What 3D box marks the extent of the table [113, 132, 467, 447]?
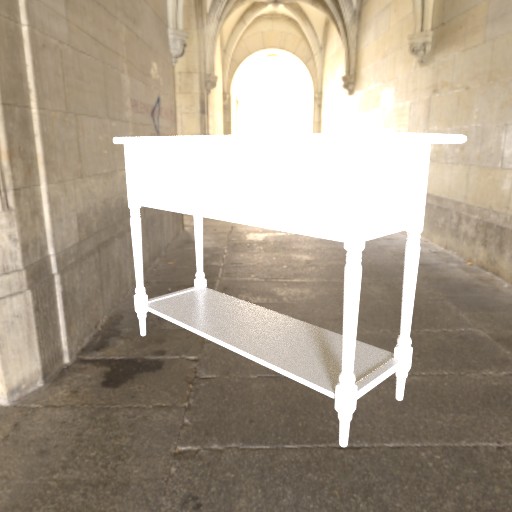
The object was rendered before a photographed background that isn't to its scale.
[{"bbox_3d":[0.000,0.000,1.550,1.197,0.808,0.384,14,20,43],"label":"table"}]
